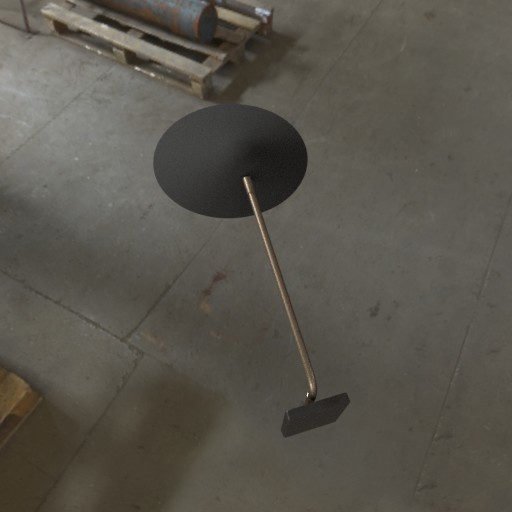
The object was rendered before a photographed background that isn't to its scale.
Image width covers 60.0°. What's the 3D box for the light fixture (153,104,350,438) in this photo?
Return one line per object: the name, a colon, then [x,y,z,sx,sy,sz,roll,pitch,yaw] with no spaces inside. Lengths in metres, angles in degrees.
light fixture: [0.000,0.000,0.691,0.240,0.312,0.516,-14,60,-9]
